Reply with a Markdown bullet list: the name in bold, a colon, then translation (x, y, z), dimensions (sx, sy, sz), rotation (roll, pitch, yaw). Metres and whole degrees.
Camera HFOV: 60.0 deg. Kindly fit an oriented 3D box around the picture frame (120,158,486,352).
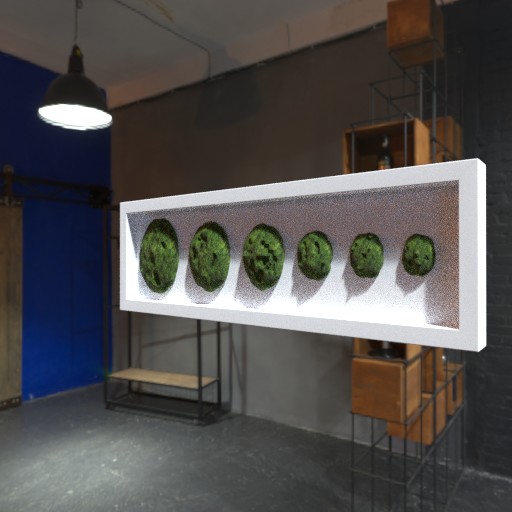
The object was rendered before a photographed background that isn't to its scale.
- **picture frame**: translation (0.000, 0.000, 0.822), dimensions (0.759, 0.250, 0.050), rotation (0, 0, 37)
